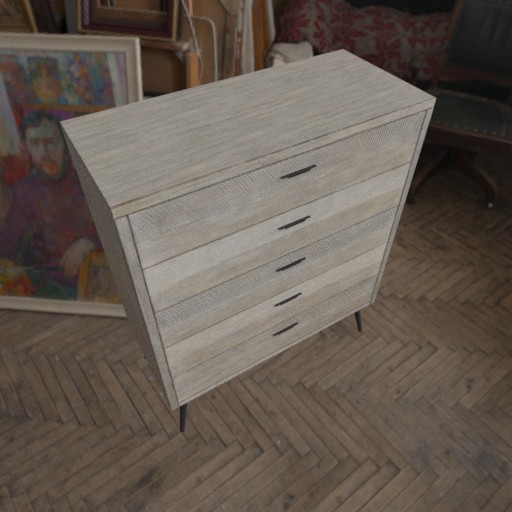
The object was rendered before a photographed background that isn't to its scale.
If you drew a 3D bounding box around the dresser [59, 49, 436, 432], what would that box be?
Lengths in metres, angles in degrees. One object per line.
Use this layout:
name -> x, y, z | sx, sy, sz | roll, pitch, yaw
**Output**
dresser -> 0.000, 0.000, 1.727 | 1.016, 1.219, 0.457 | -23, 50, -21
